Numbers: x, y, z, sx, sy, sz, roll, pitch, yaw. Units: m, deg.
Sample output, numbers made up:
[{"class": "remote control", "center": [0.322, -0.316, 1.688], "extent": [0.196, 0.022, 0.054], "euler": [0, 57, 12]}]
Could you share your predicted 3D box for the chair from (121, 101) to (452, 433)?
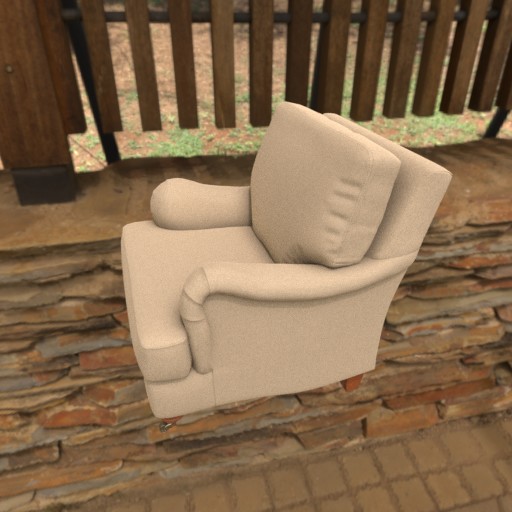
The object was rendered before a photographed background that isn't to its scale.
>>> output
[{"class": "chair", "center": [0.000, 0.000, 1.842], "extent": [1.078, 1.076, 0.895], "euler": [-9, 32, -15]}]
